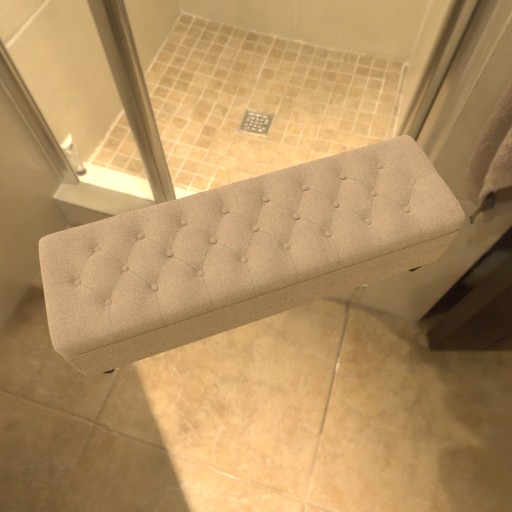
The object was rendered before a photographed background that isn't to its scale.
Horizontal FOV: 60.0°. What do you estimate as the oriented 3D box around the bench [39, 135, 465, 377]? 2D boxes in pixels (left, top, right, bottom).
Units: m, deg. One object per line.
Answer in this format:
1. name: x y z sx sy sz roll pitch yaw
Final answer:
1. bench: 0.000 0.000 1.750 1.480 0.467 0.455 -17 63 -9
